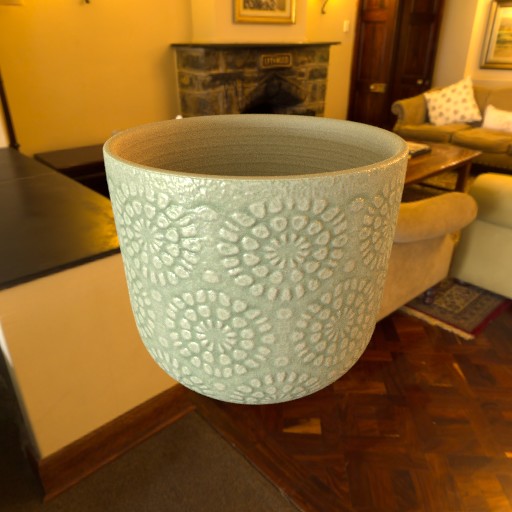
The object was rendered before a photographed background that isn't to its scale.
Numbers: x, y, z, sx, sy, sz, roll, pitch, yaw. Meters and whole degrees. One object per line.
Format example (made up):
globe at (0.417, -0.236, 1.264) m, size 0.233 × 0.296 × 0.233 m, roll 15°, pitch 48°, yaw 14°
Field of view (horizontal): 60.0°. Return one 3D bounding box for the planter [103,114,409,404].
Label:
planter at (0.000, 0.000, 0.289) m, size 0.169 × 0.153 × 0.169 m, roll 0°, pitch 26°, yaw 0°
